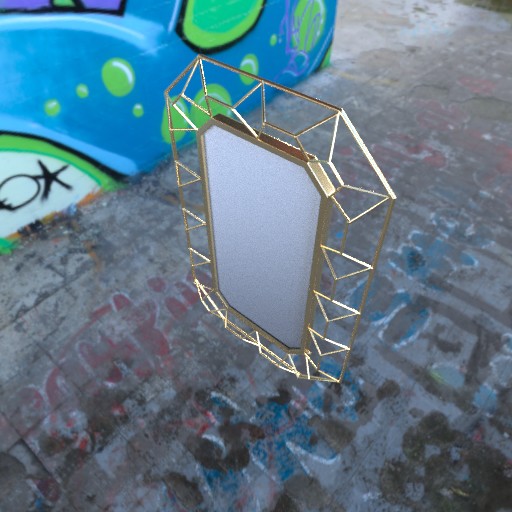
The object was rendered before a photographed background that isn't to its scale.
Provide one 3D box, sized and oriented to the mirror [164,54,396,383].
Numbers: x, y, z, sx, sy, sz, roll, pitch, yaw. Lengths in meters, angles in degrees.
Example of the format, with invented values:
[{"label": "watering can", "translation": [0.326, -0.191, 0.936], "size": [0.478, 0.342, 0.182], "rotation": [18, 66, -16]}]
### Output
[{"label": "mirror", "translation": [0.000, 0.000, 1.079], "size": [0.572, 0.870, 0.051], "rotation": [32, 54, 26]}]
